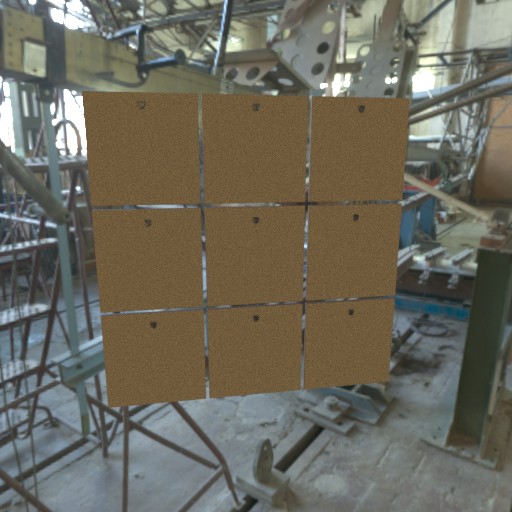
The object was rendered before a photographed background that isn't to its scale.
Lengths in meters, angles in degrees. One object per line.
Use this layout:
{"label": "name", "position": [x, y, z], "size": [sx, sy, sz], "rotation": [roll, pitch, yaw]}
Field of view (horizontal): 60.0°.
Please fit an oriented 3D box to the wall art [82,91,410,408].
{"label": "wall art", "position": [0.000, 0.000, 1.772], "size": [1.221, 1.218, 0.024], "rotation": [-2, 13, -10]}
